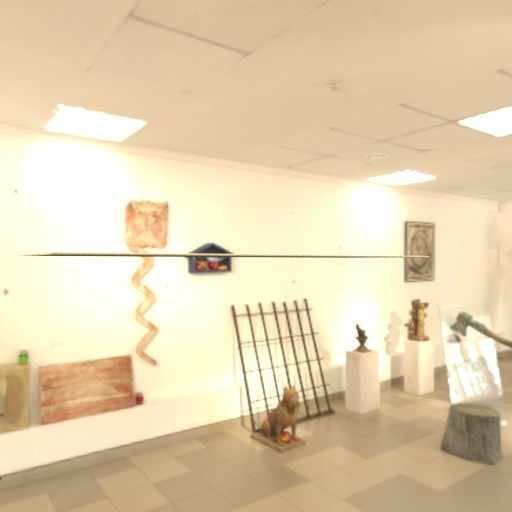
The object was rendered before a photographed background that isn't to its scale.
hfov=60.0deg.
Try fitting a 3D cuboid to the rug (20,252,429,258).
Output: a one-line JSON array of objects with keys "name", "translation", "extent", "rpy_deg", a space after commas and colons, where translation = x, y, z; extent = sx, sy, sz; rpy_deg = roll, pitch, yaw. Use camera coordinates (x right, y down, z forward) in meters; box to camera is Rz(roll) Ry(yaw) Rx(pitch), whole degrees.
[{"name": "rug", "translation": [0.000, 0.000, 2.668], "extent": [2.435, 0.009, 0.750], "rpy_deg": [0, -1, -36]}]
